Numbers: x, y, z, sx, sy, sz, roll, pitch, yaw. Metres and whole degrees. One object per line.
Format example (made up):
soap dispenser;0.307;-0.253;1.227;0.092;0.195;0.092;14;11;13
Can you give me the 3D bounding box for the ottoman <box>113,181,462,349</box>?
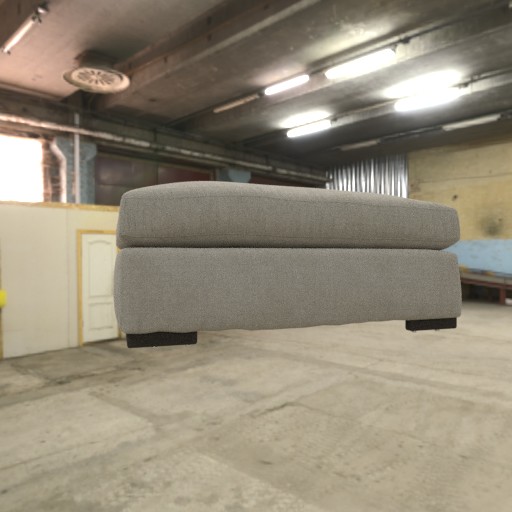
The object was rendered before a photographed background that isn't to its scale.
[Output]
ottoman;0.000;0.000;1.913;1.171;0.517;1.203;0;0;-18
